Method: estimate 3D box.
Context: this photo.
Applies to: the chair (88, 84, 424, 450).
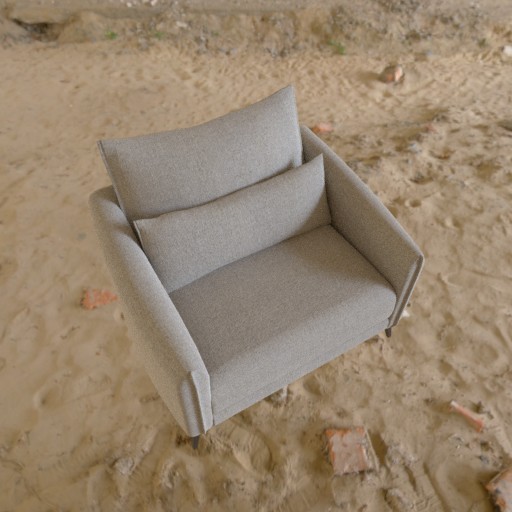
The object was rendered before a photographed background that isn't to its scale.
[{"bbox_3d":[0.000,0.000,1.659,1.029,0.856,0.801,-23,51,-21],"label":"chair"}]
